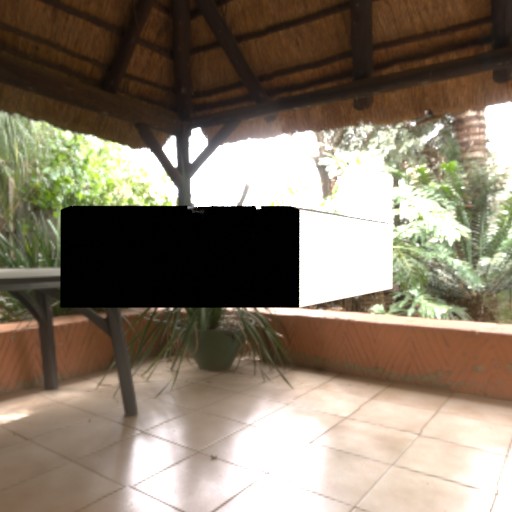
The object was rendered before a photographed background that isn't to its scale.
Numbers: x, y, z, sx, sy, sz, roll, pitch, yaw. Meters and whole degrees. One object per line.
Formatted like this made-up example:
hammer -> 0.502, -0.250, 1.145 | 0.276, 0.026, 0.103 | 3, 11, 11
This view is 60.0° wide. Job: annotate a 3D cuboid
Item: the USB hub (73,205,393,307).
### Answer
USB hub -> 0.000, 0.000, 0.124 | 0.044, 0.023, 0.110 | 0, 0, 35
